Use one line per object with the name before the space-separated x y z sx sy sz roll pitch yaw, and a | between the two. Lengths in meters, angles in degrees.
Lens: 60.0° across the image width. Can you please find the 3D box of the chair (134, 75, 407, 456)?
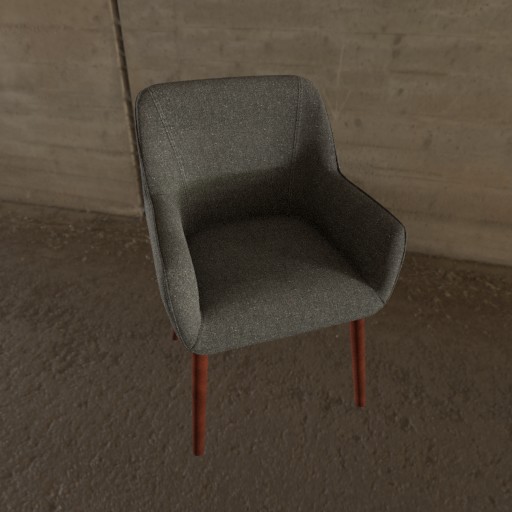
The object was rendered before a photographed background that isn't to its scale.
chair | 0.000 0.000 1.164 0.543 0.803 0.519 -10 34 -16
